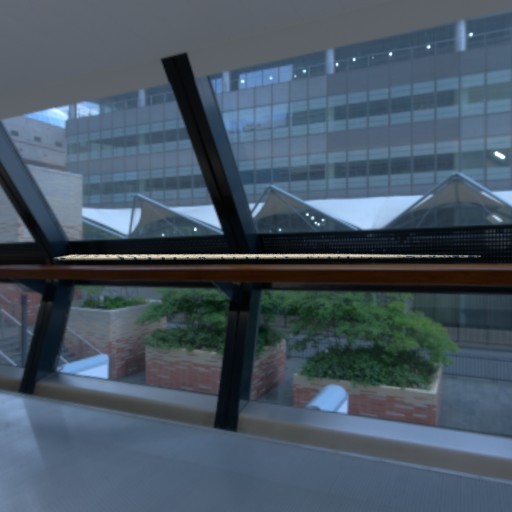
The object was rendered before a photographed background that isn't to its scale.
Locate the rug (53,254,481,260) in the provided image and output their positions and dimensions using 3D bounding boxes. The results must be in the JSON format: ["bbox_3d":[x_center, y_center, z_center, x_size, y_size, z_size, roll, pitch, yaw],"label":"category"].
[{"bbox_3d":[0.000,0.000,3.057,2.435,0.011,1.517,0,1,-20],"label":"rug"}]
